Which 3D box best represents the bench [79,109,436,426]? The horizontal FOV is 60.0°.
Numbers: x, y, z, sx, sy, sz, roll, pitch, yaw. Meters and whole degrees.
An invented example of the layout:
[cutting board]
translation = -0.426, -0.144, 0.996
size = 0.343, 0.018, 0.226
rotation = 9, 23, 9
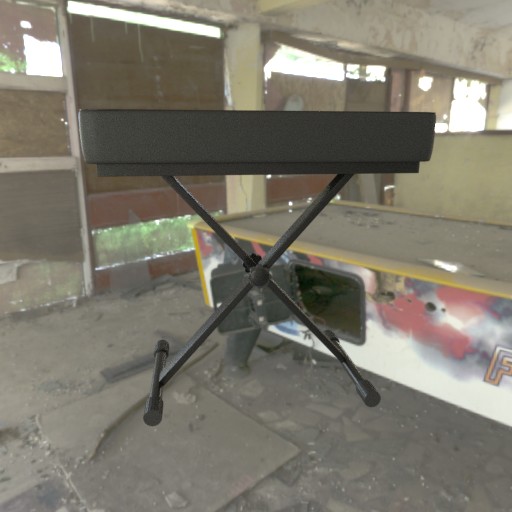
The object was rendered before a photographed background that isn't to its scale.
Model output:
[bench]
translation = 0.000, 0.000, 0.926
size = 0.600, 0.561, 0.300
rotation = -2, 15, -8
